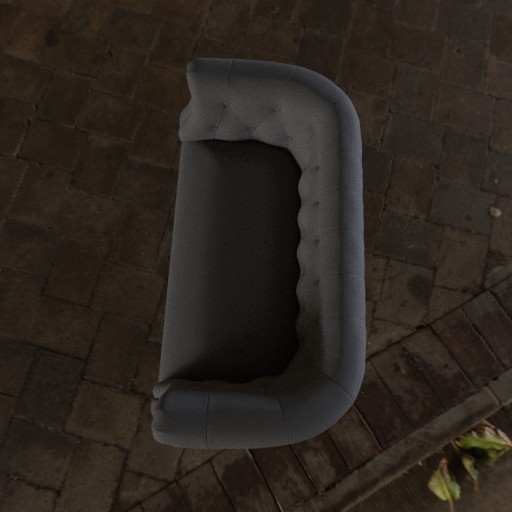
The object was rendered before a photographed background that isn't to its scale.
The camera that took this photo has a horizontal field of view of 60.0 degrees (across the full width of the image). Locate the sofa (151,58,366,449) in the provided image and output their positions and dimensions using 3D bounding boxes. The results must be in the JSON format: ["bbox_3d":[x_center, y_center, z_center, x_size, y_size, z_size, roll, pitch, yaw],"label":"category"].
[{"bbox_3d":[0.000,0.000,2.029,0.835,0.827,1.558,2,75,1],"label":"sofa"}]
